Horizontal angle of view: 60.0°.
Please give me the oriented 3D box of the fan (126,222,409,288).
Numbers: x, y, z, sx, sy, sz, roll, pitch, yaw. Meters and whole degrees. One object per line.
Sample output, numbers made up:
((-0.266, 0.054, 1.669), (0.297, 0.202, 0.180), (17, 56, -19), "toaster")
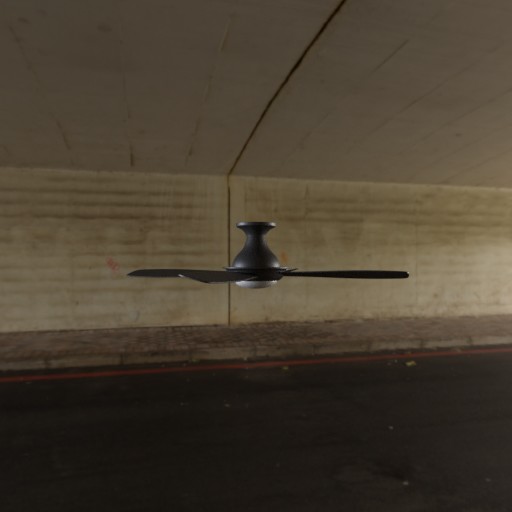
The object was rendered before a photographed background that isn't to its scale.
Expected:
((0.000, 0.000, 2.596), (1.694, 0.382, 1.694), (0, -1, 18), "fan")
